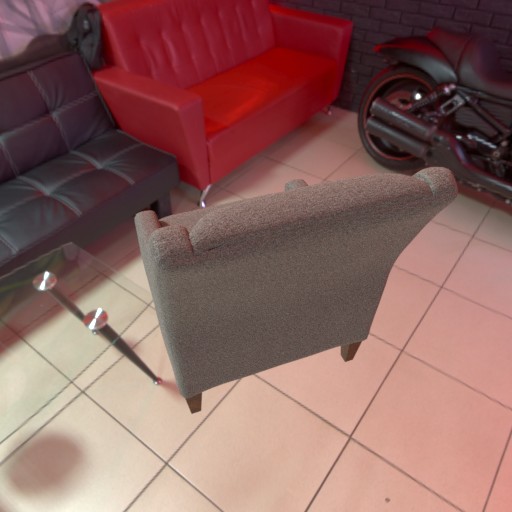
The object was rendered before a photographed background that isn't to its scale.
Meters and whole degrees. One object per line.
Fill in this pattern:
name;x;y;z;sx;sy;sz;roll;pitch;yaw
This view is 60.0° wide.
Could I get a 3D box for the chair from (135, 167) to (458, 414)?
chair;0.000;0.000;1.600;0.774;1.016;0.870;-14;45;-15
